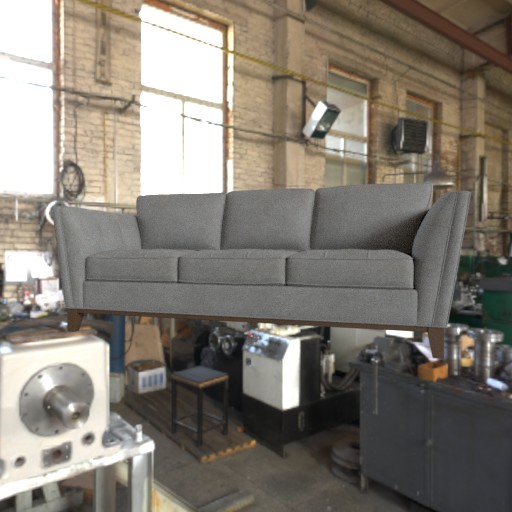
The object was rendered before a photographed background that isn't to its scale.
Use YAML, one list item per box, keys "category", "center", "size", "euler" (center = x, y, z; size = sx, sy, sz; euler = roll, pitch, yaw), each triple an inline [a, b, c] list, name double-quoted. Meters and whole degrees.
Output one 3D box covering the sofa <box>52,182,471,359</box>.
- category: "sofa"
  center: [0.000, 0.000, 2.850]
  size: [2.387, 0.940, 0.965]
  euler: [0, 1, 19]
